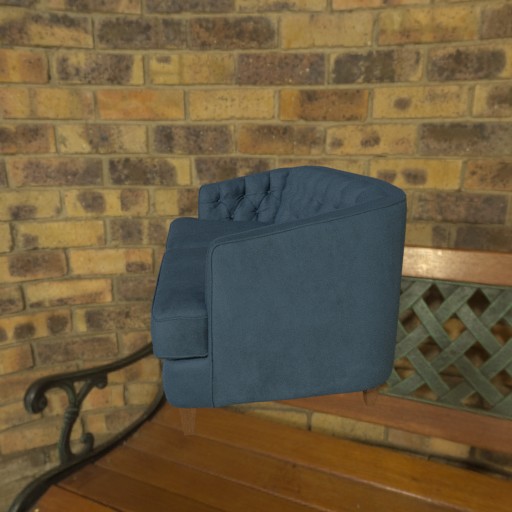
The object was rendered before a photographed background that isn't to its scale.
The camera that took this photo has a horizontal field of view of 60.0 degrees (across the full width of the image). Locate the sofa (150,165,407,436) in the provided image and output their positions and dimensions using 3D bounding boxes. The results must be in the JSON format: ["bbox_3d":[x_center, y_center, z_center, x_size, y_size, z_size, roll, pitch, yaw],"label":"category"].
[{"bbox_3d":[0.000,0.000,2.273,0.941,0.854,1.733,-2,15,-8],"label":"sofa"}]
